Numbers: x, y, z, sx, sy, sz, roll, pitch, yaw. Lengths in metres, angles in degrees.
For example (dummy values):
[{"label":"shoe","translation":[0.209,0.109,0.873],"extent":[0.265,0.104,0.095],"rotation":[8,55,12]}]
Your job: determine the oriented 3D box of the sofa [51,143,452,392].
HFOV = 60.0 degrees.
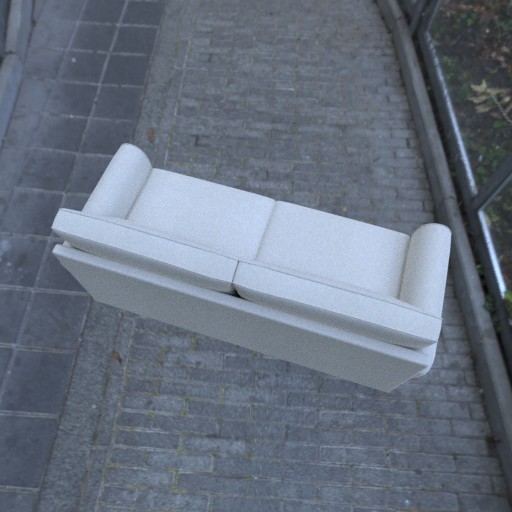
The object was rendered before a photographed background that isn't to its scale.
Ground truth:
[{"label":"sofa","translation":[0.000,0.000,2.657],"extent":[2.146,0.962,0.901],"rotation":[16,64,8]}]
